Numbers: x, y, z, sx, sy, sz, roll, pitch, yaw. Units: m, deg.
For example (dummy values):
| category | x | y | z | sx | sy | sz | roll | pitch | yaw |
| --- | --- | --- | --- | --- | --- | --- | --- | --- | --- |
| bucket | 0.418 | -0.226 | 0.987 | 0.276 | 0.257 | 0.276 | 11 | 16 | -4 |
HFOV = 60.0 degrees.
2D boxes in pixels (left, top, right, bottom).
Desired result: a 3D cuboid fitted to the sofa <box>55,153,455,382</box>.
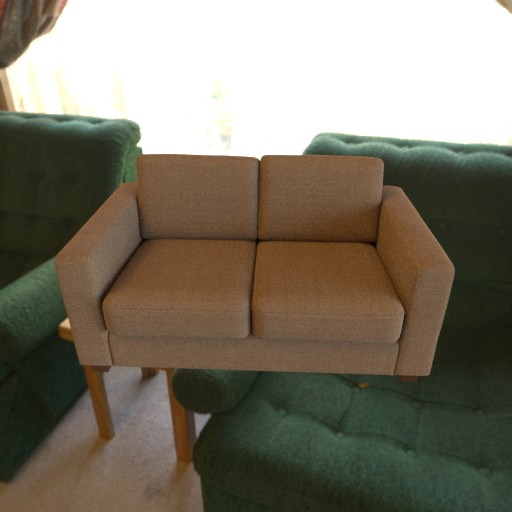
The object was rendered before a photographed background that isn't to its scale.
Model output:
| category | x | y | z | sx | sy | sz | roll | pitch | yaw |
| --- | --- | --- | --- | --- | --- | --- | --- | --- | --- |
| sofa | 0.000 | 0.000 | 2.075 | 1.520 | 0.800 | 0.900 | 1 | 29 | 2 |
